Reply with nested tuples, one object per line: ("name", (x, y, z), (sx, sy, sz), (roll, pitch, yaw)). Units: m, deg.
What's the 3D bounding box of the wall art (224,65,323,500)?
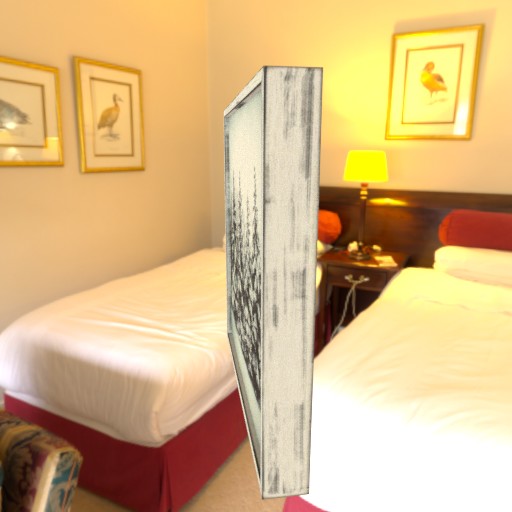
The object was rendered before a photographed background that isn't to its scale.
("wall art", (0.000, 0.000, 0.446), (0.036, 0.303, 0.303), (-2, 13, -8))
